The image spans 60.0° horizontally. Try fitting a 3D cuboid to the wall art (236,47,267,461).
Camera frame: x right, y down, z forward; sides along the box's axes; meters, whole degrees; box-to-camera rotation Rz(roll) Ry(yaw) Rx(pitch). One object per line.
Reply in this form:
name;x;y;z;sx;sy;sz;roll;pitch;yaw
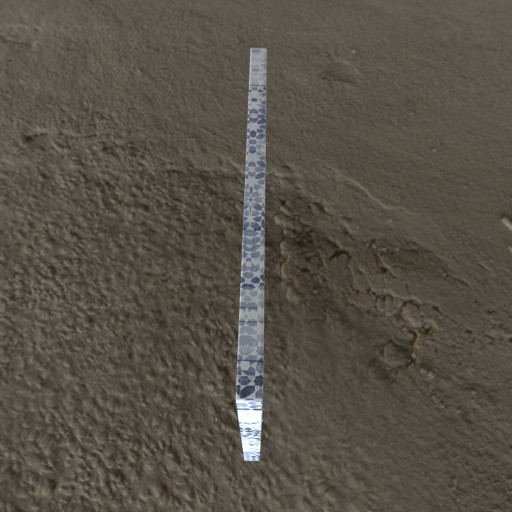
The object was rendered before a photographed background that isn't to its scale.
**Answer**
wall art;0.000;0.000;0.783;0.030;0.406;0.608;1;57;1
